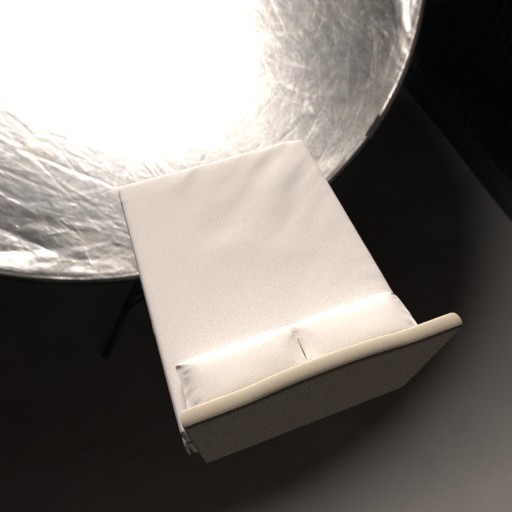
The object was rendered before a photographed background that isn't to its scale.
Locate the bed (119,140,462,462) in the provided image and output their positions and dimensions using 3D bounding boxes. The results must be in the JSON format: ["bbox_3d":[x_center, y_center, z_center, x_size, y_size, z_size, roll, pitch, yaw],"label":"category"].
[{"bbox_3d":[0.000,0.000,3.583,1.977,1.437,2.477,-17,60,-10],"label":"bed"}]
